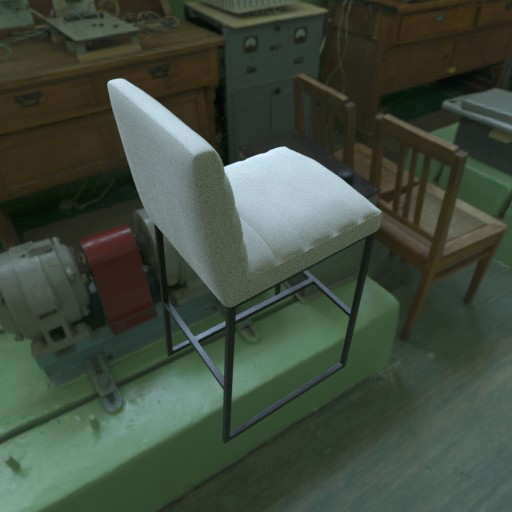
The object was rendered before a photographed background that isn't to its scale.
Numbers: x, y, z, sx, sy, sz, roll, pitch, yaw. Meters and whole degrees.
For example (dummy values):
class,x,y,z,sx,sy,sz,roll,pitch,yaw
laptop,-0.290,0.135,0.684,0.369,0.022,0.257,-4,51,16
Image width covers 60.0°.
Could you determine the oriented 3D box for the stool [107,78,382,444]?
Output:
class,x,y,z,sx,sy,sz,roll,pitch,yaw
stool,0.000,0.000,1.361,0.573,1.061,0.464,-24,47,-25
